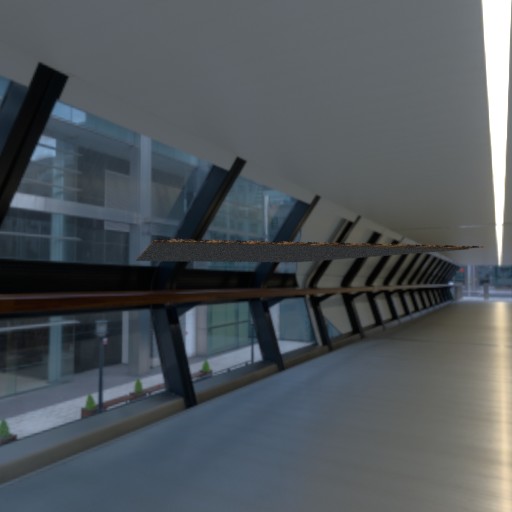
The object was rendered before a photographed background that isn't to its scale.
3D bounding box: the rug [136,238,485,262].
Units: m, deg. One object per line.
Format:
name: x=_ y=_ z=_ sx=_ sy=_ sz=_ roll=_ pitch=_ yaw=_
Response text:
rug: x=0.000 y=0.000 z=3.023 sx=1.516 sy=0.010 sz=2.434 roll=1 pitch=-3 yaw=-17
